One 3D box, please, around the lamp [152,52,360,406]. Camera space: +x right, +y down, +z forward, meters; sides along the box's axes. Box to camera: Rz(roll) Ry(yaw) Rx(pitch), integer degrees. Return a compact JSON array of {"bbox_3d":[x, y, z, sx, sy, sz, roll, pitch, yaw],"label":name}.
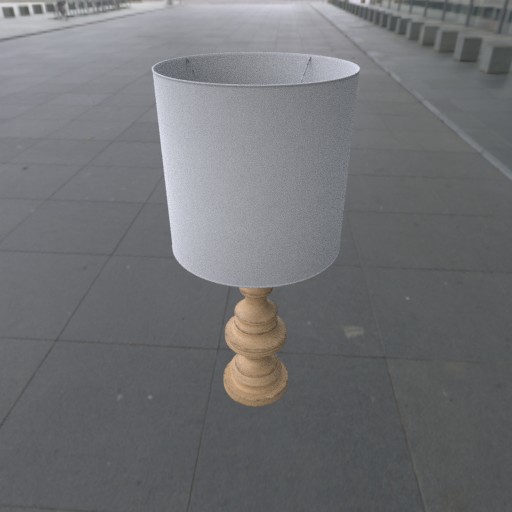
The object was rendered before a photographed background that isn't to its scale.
[{"bbox_3d":[0.000,0.000,0.571,0.208,0.455,0.208,10,33,16],"label":"lamp"}]
